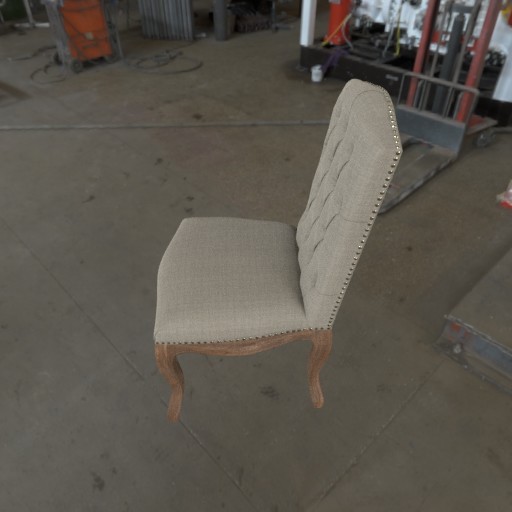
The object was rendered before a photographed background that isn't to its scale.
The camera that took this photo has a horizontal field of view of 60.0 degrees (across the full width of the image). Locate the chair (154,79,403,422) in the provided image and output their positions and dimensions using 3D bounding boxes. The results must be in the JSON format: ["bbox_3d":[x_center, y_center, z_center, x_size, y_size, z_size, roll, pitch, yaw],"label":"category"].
[{"bbox_3d":[0.000,0.000,1.591,0.731,1.191,0.637,1,40,1],"label":"chair"}]
